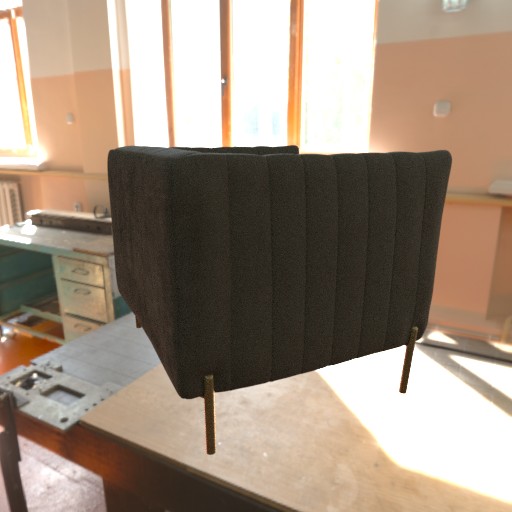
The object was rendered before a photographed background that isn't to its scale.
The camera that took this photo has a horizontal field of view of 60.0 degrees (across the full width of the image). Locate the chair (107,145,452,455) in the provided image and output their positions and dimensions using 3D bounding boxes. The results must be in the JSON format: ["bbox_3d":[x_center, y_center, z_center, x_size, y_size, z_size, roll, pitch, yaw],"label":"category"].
[{"bbox_3d":[0.000,0.000,1.610,0.873,0.779,0.981,-7,17,-25],"label":"chair"}]
